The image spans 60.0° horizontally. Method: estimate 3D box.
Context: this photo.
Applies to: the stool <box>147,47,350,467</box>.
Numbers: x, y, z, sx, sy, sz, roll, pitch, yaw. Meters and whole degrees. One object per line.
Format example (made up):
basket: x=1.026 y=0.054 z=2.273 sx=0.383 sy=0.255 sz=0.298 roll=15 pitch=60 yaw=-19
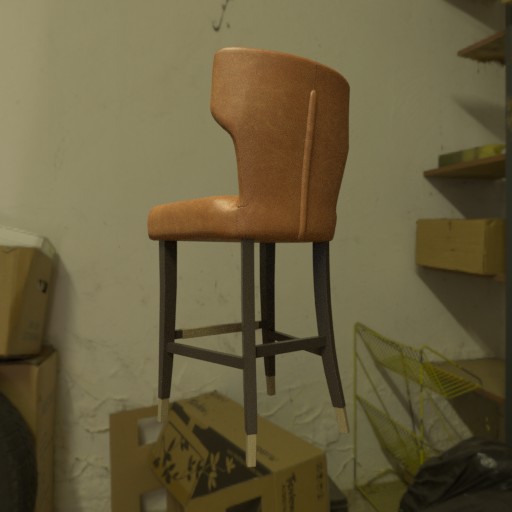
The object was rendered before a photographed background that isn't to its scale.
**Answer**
stool: x=0.000 y=0.000 z=1.435 sx=0.526 sy=1.092 sz=0.563 roll=0 pitch=0 yaw=-37
